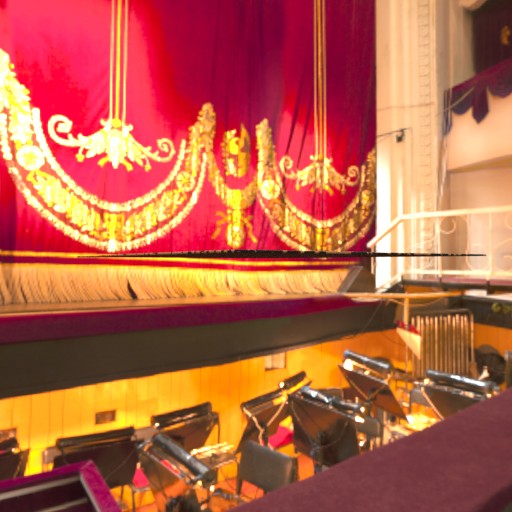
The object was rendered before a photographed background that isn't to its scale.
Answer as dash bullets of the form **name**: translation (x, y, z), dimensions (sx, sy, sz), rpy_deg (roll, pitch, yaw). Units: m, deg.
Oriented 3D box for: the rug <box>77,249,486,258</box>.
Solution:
- **rug**: translation (0.000, 0.000, 4.093), dimensions (2.416, 0.014, 3.017), rpy_deg (1, -1, -36)
